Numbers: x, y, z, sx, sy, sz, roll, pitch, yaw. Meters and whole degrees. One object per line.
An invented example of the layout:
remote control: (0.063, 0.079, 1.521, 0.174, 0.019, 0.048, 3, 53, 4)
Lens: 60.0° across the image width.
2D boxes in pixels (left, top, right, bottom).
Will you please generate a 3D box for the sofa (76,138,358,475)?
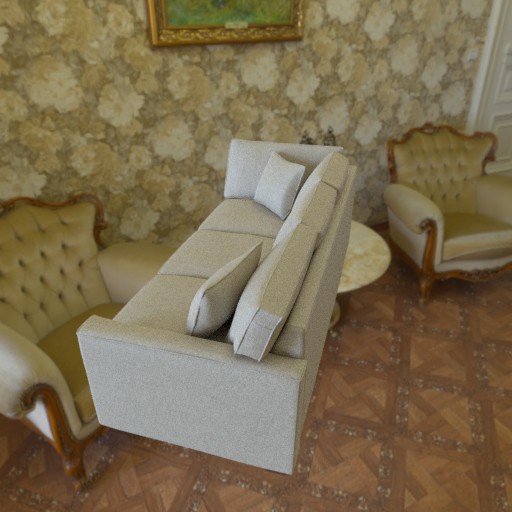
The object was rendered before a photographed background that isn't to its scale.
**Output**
sofa: (0.000, 0.000, 2.854, 1.053, 0.948, 2.323, 8, 30, 14)
